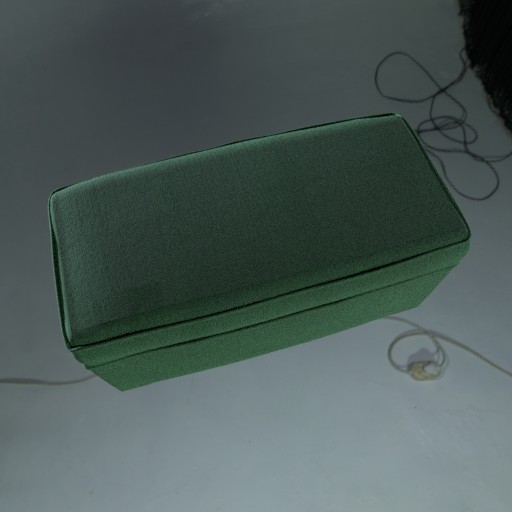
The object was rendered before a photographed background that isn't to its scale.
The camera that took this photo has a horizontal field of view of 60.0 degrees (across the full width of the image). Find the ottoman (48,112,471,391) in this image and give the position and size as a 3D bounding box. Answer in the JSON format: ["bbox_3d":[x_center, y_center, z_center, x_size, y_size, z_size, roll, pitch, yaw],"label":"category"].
[{"bbox_3d":[0.000,0.000,1.243,0.957,0.471,0.483,-14,64,-7],"label":"ottoman"}]
